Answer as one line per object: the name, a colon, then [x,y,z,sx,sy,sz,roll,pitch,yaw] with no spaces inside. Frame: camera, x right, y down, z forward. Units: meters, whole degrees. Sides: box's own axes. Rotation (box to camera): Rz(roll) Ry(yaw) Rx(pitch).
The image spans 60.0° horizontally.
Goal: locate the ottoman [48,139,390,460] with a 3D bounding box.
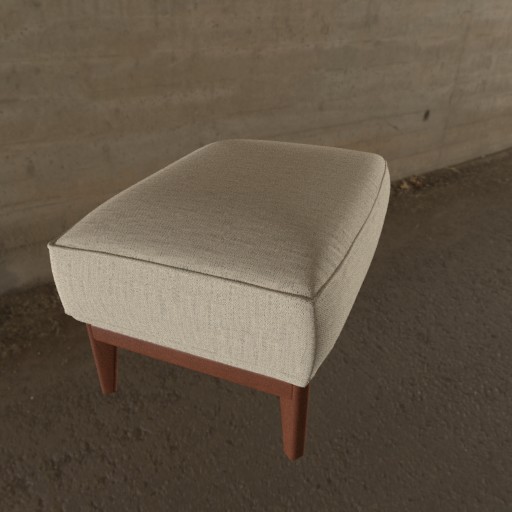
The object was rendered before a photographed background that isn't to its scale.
ottoman: [0.000,0.000,1.154,0.594,0.465,0.794,11,32,19]
